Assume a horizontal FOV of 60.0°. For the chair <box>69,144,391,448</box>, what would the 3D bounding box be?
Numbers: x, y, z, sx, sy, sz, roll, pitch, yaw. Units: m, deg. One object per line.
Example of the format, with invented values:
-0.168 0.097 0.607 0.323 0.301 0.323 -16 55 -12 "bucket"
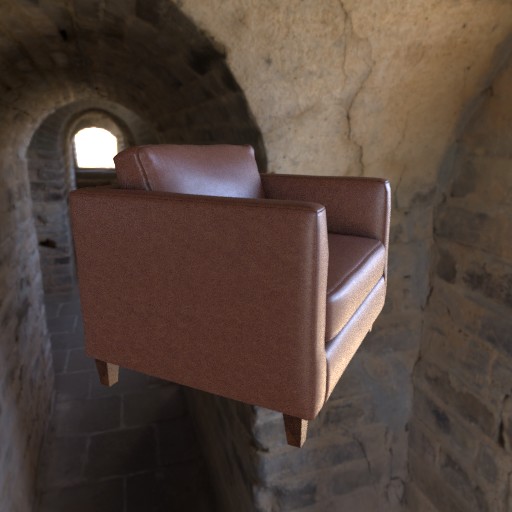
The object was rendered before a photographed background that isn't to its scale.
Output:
0.000 0.000 1.870 0.959 0.917 1.107 7 17 26 "chair"
